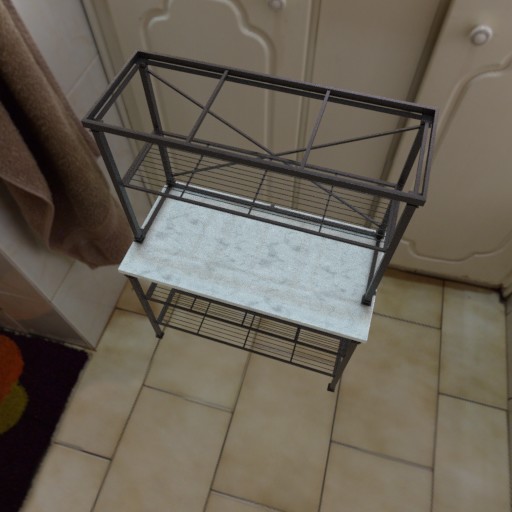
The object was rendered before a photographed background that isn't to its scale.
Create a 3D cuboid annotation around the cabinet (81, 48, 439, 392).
[{"bbox_3d":[0.000,0.000,2.232,1.210,1.659,0.610,15,59,9],"label":"cabinet"}]
